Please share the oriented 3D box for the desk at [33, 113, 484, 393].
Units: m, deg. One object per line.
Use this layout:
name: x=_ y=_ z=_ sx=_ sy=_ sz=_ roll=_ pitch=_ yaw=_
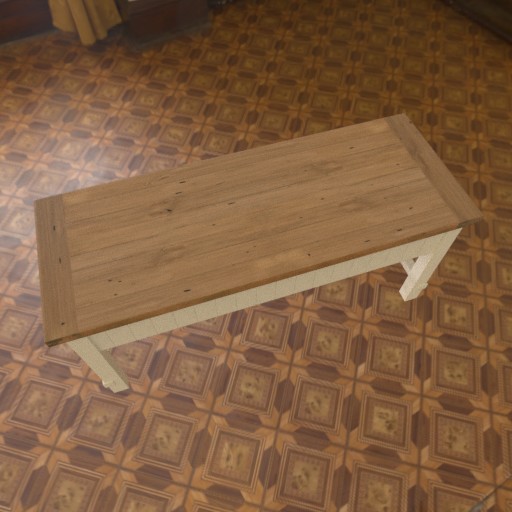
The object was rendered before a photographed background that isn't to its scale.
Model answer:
desk: x=0.000 y=0.000 z=2.216 sx=1.803 sy=0.762 sz=0.688 roll=-16 pitch=58 yaw=-10
